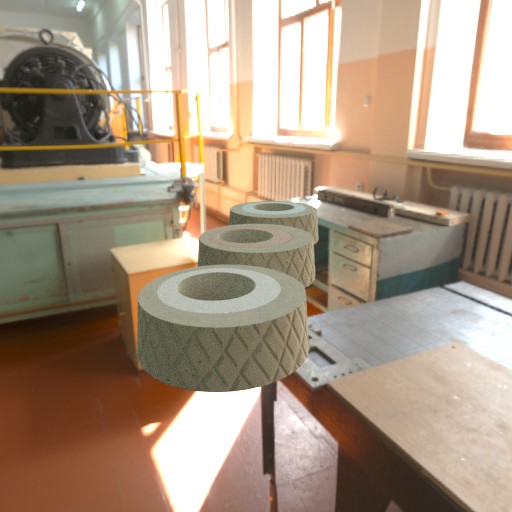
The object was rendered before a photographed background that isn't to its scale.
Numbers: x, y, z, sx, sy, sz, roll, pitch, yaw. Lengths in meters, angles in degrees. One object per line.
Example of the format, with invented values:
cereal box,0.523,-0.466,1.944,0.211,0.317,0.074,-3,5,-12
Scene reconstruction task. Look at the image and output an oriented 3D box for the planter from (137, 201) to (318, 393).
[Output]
planter,0.000,0.000,0.422,0.114,0.038,0.390,3,17,8
